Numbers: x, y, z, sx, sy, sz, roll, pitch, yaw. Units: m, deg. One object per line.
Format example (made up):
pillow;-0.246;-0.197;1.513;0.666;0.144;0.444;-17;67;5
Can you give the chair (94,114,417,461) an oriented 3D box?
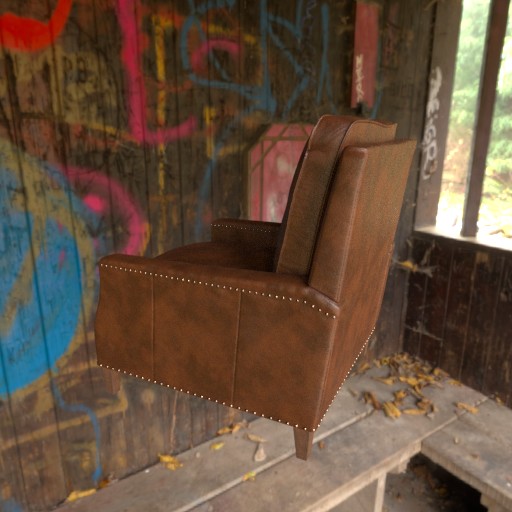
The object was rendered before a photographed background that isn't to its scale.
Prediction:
chair;0.000;0.000;1.770;1.035;1.054;0.854;8;18;26
